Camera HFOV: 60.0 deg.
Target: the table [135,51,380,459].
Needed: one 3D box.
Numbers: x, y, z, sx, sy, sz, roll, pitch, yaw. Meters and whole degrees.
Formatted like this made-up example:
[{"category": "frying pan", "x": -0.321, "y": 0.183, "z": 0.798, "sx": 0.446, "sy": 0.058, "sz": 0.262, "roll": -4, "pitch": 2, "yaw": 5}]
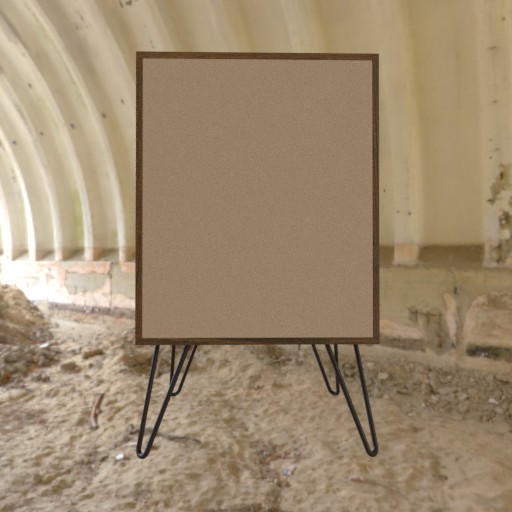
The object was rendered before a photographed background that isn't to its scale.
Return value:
[{"category": "table", "x": 0.000, "y": 0.000, "z": 1.167, "sx": 0.526, "sy": 0.866, "sz": 0.457, "roll": 0, "pitch": 0, "yaw": -1}]
